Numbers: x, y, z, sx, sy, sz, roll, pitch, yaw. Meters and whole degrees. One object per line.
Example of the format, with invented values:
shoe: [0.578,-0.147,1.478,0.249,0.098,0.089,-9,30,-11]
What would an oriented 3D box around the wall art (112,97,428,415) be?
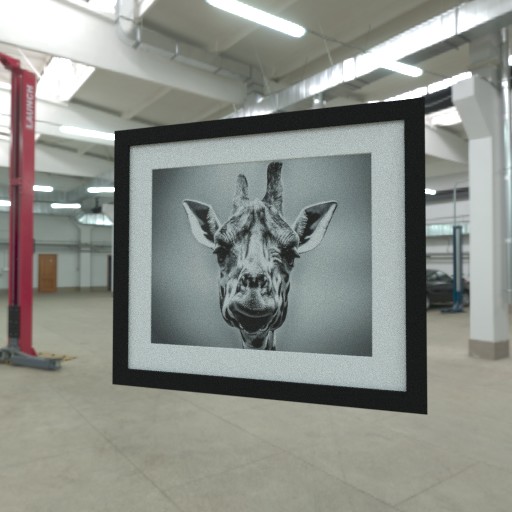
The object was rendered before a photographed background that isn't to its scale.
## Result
wall art: [0.000,0.000,0.533,0.381,0.330,0.031,0,-1,18]
